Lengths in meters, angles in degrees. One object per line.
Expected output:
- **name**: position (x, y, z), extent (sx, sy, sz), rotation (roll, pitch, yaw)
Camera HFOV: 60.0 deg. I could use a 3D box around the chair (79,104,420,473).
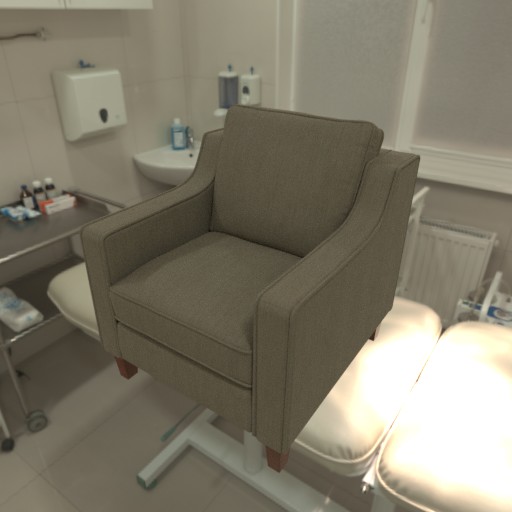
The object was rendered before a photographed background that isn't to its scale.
- **chair**: position (0.000, 0.000, 1.647), extent (0.831, 0.960, 0.909), rotation (19, 34, 30)
